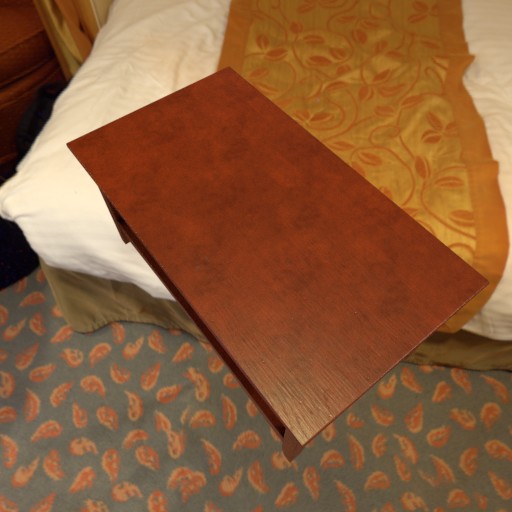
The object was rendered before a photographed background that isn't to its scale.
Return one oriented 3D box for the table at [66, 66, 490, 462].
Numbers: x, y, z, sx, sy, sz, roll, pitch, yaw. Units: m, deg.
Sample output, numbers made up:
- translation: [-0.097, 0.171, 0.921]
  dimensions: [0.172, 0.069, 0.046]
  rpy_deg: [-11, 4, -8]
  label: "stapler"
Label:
- translation: [0.000, 0.000, 1.246]
  dimensions: [0.533, 0.456, 0.943]
  rpy_deg: [-34, 64, -19]
  label: "table"
